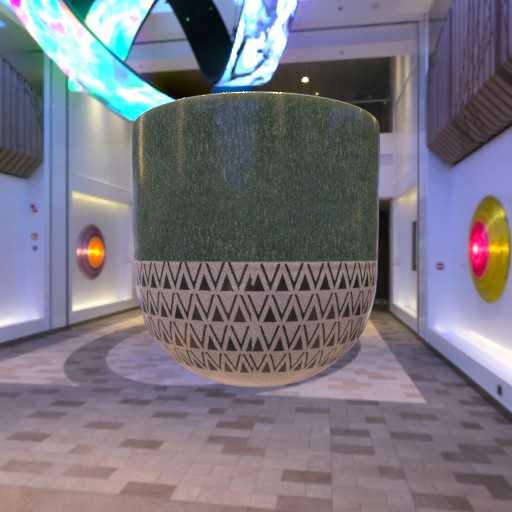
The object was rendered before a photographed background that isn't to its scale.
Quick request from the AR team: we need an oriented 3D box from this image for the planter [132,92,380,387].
[{"bbox_3d":[0.000,0.000,0.494,0.266,0.270,0.266,0,0,0],"label":"planter"}]
